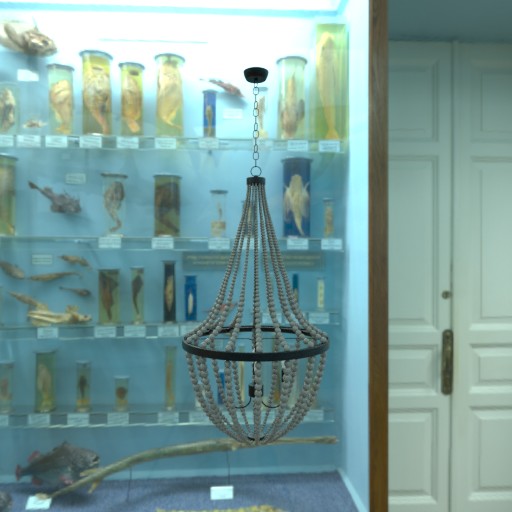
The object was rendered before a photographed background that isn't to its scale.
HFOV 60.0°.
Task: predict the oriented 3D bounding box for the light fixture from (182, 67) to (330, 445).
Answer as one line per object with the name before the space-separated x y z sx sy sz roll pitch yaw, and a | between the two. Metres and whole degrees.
light fixture | 0.000 0.000 1.367 0.450 1.133 0.450 0 0 0
